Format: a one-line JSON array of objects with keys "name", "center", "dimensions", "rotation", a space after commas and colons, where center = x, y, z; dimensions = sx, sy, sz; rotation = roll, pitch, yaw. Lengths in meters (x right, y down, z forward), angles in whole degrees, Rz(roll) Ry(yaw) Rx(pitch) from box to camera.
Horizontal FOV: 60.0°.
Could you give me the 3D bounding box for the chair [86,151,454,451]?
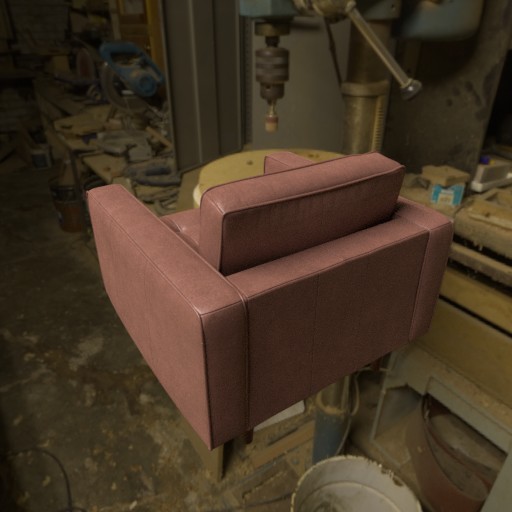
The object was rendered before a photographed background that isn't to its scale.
[{"name": "chair", "center": [0.000, 0.000, 1.544], "dimensions": [0.920, 0.770, 0.900], "rotation": [-18, 34, -29]}]
